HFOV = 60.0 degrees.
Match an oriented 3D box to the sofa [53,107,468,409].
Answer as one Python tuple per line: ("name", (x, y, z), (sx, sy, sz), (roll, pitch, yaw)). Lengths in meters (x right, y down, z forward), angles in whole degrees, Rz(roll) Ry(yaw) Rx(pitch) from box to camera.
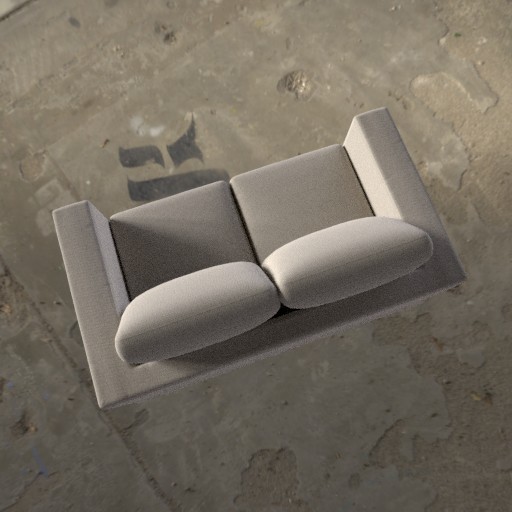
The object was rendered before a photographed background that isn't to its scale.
("sofa", (0.000, 0.000, 2.334), (1.813, 0.932, 1.009), (-18, 76, -5))
